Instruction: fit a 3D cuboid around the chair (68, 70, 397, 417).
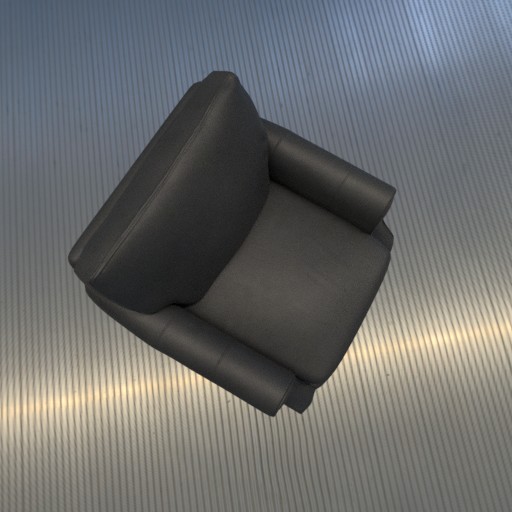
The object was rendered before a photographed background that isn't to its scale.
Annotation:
[{"bbox_3d":[0.000,0.000,1.747,1.027,0.960,1.015,34,78,8],"label":"chair"}]
